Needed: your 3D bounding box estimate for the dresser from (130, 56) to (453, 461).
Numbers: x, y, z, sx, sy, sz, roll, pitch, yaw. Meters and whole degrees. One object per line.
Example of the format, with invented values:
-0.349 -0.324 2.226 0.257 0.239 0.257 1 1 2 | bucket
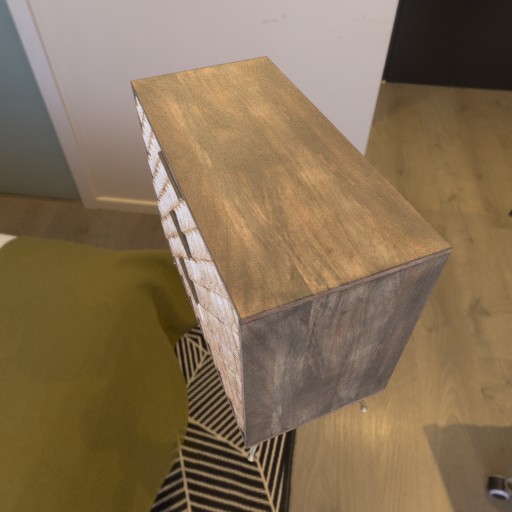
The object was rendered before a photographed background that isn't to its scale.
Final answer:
0.000 0.000 1.392 0.453 0.801 0.923 -17 50 -15 | dresser
